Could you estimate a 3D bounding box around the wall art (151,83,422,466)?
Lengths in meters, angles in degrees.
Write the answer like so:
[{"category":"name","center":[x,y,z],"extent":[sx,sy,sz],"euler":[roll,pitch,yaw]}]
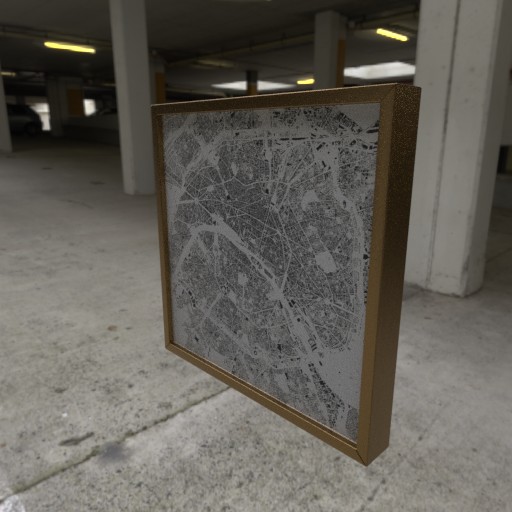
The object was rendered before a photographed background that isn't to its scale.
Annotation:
[{"category":"wall art","center":[0.000,0.000,0.452],"extent":[0.037,0.305,0.305],"euler":[-14,21,-43]}]
